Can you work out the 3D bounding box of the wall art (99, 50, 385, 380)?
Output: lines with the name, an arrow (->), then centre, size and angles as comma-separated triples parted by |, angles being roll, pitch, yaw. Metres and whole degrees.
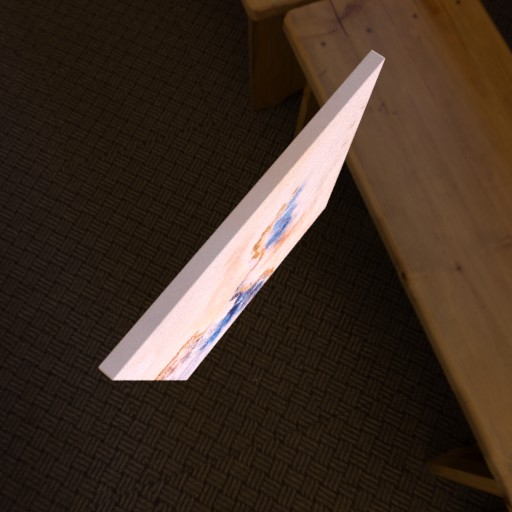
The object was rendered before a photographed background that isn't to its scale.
wall art -> 0.000, 0.000, 1.331 | 0.038, 0.889, 0.889 | 37, 78, 10
